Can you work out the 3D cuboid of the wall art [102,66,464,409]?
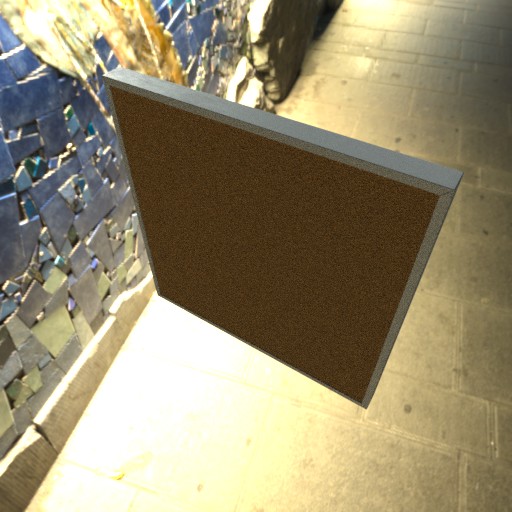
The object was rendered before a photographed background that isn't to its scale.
[{"bbox_3d":[0.000,0.000,0.744,0.508,0.508,0.037,24,51,22],"label":"wall art"}]
